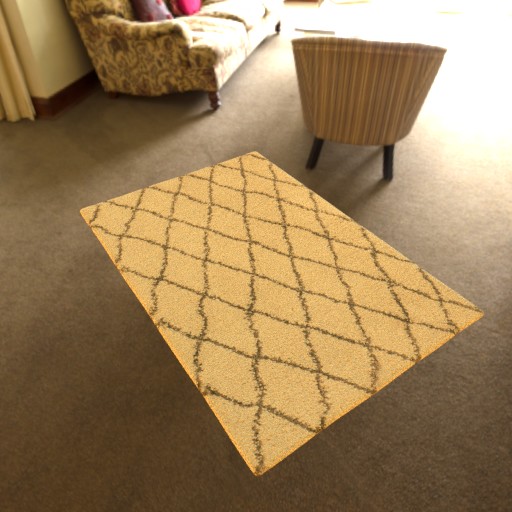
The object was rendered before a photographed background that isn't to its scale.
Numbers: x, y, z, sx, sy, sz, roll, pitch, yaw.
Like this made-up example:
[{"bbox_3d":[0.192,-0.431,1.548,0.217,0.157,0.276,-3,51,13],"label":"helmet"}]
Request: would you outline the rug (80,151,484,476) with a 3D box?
[{"bbox_3d":[0.000,0.000,2.235,1.219,0.030,1.778,-24,47,-25],"label":"rug"}]
